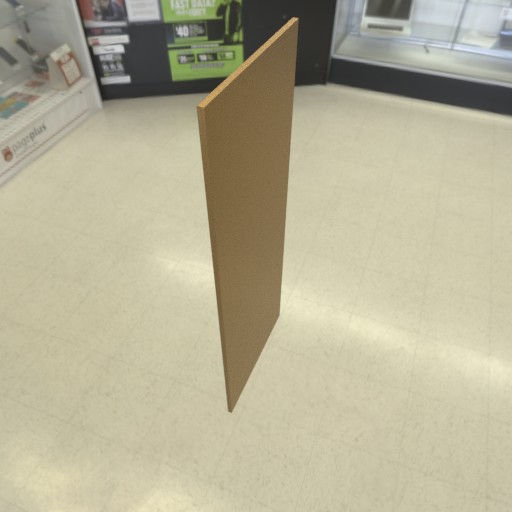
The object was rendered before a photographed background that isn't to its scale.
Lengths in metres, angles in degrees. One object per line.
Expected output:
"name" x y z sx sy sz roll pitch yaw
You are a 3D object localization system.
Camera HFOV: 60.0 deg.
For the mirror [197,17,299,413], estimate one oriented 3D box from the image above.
"mirror" 0.000 0.000 2.284 0.025 2.031 0.812 17 49 16
